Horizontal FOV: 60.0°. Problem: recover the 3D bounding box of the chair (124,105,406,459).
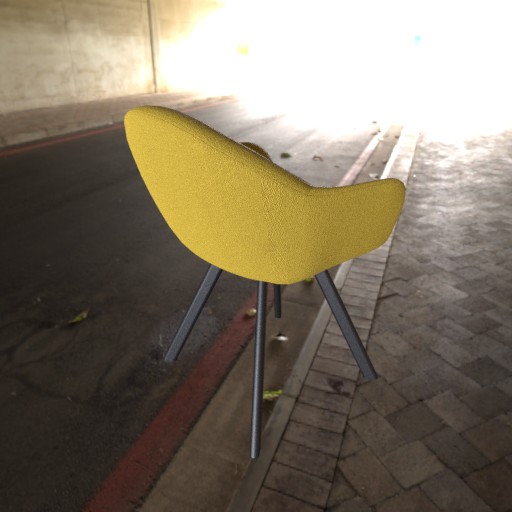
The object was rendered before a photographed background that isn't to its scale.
[{"bbox_3d":[0.000,0.000,1.156,0.565,0.775,0.545,-18,30,-33],"label":"chair"}]
